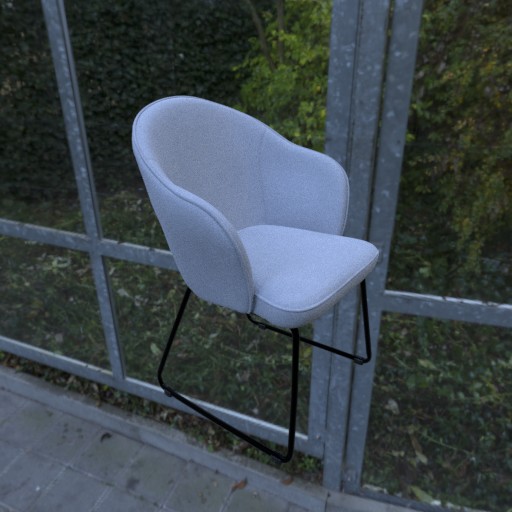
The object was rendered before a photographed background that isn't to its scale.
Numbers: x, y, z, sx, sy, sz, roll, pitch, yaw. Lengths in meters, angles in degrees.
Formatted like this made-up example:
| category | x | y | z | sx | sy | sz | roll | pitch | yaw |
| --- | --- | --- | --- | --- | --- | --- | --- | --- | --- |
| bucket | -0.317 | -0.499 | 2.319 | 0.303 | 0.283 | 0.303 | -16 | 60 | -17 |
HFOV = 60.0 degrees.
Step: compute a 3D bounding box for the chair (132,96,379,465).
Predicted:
| category | x | y | z | sx | sy | sz | roll | pitch | yaw |
| --- | --- | --- | --- | --- | --- | --- | --- | --- | --- |
| chair | 0.000 | 0.000 | 1.248 | 0.592 | 0.817 | 0.570 | 17 | 30 | 32 |
